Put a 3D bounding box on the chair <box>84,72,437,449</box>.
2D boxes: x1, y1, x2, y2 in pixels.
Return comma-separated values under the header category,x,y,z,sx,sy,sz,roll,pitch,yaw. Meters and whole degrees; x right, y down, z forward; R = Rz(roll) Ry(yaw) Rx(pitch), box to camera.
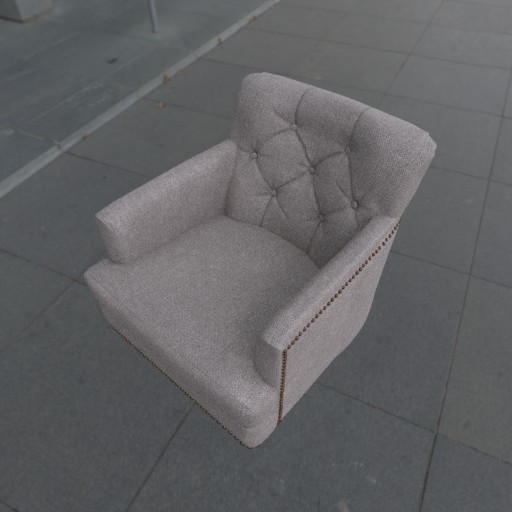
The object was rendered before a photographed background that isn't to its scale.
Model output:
category,x,y,z,sx,sy,sz,roll,pitch,yaw
chair,0.000,0.000,1.483,0.737,0.823,0.902,32,54,27
